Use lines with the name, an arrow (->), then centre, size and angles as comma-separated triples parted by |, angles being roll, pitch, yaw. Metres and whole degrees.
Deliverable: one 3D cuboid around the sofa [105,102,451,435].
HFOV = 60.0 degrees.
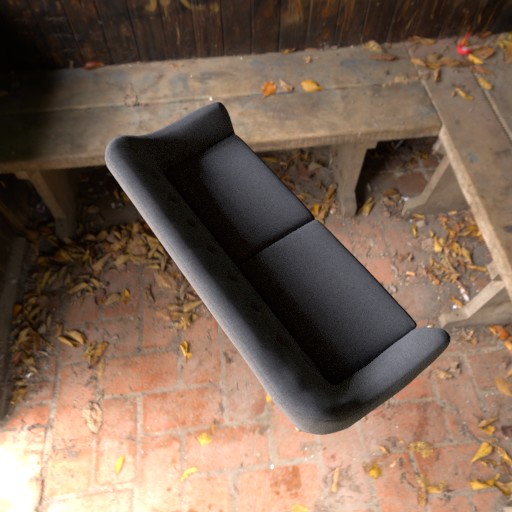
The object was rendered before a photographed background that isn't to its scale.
sofa -> 0.000, 0.000, 2.273 | 0.820, 0.820, 1.840 | -32, 64, -17
